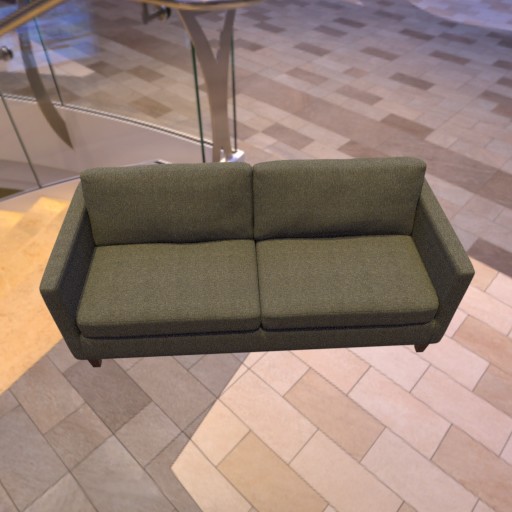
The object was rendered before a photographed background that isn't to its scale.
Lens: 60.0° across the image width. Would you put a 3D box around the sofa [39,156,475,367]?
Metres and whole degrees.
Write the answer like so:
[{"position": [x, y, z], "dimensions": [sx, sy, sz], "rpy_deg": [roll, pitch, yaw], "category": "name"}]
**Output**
[{"position": [0.000, 0.000, 2.698], "dimensions": [2.208, 0.965, 0.948], "rpy_deg": [-2, 45, -2], "category": "sofa"}]
